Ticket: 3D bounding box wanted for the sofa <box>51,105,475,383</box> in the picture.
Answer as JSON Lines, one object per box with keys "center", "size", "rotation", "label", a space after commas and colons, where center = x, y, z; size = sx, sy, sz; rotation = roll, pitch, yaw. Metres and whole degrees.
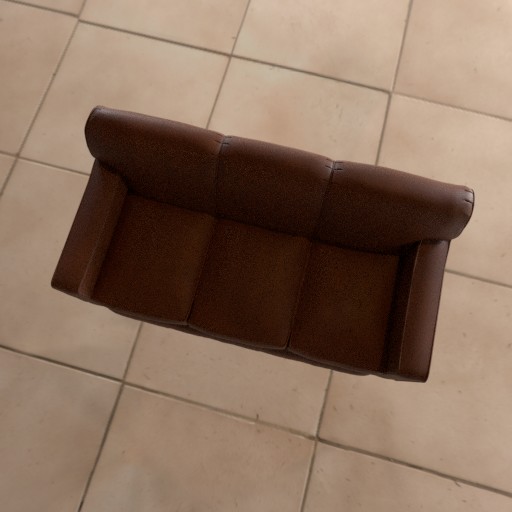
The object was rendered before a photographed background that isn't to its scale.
{"center": [0.000, 0.000, 2.534], "size": [2.039, 0.953, 1.008], "rotation": [14, 76, 4], "label": "sofa"}
